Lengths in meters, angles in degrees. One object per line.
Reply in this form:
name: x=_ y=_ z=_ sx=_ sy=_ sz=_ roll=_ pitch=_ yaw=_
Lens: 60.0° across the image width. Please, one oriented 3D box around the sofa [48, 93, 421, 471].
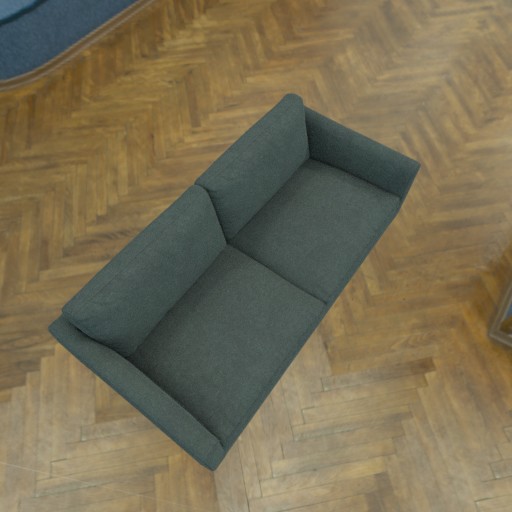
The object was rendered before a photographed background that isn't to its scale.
sofa: x=0.000 y=0.000 z=2.801 sx=1.092 sy=0.838 sz=2.257 roll=32 pitch=64 yaw=18
